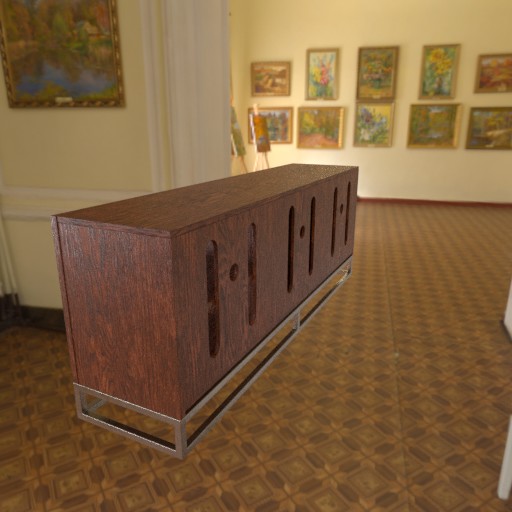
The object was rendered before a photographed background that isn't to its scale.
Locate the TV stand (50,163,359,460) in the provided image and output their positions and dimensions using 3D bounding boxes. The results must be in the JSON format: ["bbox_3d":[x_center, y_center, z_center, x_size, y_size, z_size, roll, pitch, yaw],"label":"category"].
[{"bbox_3d":[0.000,0.000,1.743,0.382,0.578,1.541,8,19,26],"label":"TV stand"}]
